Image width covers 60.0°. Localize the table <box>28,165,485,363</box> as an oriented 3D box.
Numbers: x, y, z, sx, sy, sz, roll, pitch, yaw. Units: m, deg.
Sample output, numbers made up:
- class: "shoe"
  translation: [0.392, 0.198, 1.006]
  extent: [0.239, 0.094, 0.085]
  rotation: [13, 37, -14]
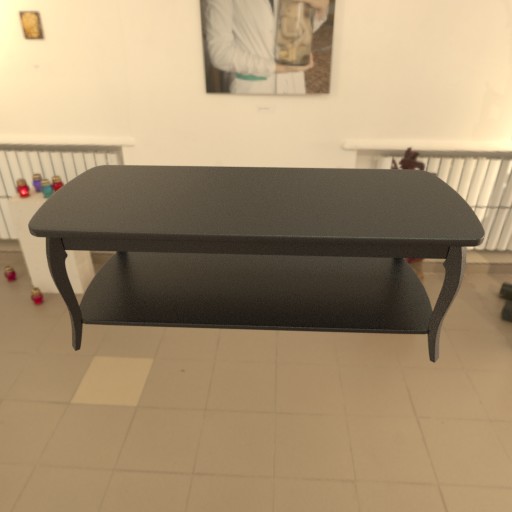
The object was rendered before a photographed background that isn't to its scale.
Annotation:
- class: "table"
  translation: [0.000, 0.000, 1.557]
  extent: [1.333, 0.457, 0.571]
  rotation: [1, 30, 2]
